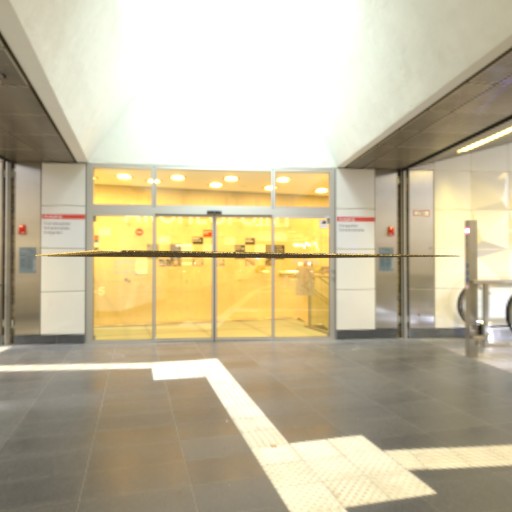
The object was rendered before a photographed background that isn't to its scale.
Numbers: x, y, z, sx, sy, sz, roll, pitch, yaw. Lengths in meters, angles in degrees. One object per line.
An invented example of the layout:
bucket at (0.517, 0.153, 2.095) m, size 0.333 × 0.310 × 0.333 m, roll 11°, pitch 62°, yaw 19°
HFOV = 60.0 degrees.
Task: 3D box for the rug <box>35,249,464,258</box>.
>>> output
rug at (0.000, 0.000, 2.950) m, size 2.440 × 0.010 × 1.529 m, roll 1°, pitch -1°, yaw -35°
